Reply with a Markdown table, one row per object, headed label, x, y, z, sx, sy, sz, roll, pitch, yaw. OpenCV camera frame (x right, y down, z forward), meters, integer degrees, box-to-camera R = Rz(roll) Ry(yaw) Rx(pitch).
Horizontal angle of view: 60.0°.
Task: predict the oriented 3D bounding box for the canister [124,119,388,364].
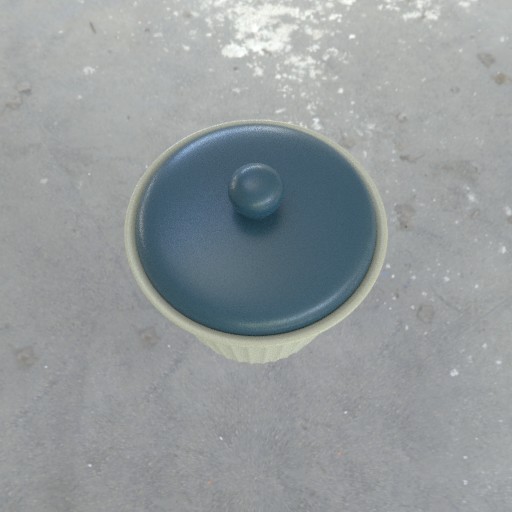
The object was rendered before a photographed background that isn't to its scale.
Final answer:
| label | x | y | z | sx | sy | sz | roll | pitch | yaw |
| --- | --- | --- | --- | --- | --- | --- | --- | --- | --- |
| canister | 0.000 | 0.000 | 0.359 | 0.181 | 0.211 | 0.181 | 0 | 63 | 0 |
